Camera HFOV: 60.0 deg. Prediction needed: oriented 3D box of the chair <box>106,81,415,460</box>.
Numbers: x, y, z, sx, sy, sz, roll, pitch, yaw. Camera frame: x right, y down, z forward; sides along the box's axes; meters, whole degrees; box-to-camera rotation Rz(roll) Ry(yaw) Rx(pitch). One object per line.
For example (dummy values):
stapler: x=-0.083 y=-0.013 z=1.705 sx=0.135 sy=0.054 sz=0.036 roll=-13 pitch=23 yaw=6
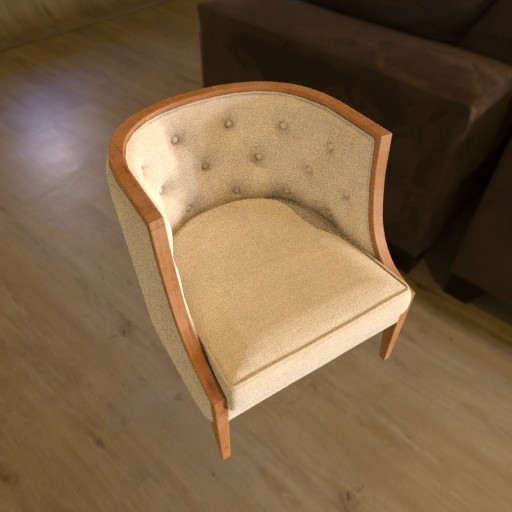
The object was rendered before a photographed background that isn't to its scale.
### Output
chair: x=0.000 y=0.000 z=1.388 sx=0.711 sy=0.775 sz=0.757 roll=-24 pitch=50 yaw=-22
